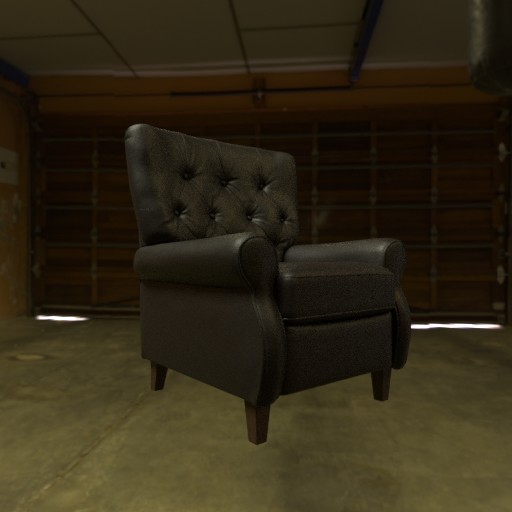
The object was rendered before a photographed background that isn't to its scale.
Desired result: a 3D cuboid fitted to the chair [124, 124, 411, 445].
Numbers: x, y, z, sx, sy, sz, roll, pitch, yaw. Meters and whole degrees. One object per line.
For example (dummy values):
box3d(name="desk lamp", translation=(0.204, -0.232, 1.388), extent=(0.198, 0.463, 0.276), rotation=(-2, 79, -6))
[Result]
box3d(name="chair", translation=(0.000, 0.000, 1.910), extent=(0.948, 1.158, 1.058), rotation=(0, 0, -39))
